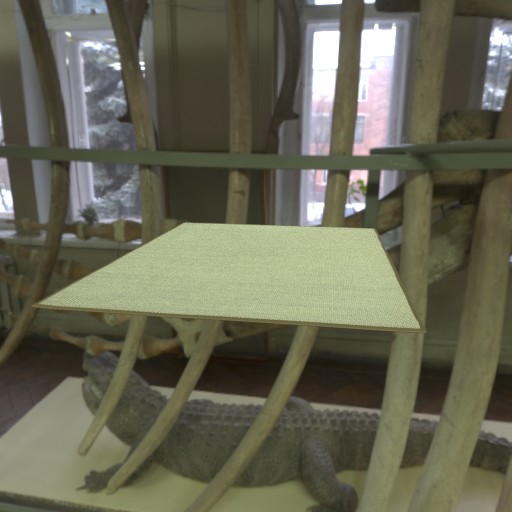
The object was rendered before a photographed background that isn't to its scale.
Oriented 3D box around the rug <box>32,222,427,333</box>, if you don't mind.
[{"bbox_3d":[0.000,0.000,4.057,2.413,0.020,3.041,2,15,9],"label":"rug"}]
